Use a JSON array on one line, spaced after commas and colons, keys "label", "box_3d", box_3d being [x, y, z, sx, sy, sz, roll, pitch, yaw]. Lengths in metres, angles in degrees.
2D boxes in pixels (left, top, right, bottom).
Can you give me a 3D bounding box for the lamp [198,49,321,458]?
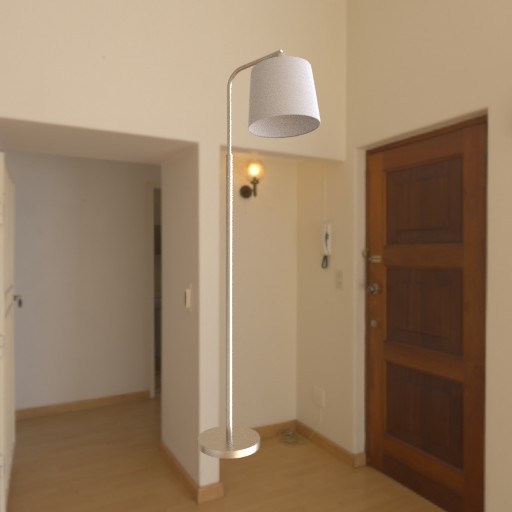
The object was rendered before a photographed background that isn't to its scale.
[{"label": "lamp", "box_3d": [0.000, 0.000, 1.657, 0.508, 1.478, 0.254, 0, 0, 37]}]
